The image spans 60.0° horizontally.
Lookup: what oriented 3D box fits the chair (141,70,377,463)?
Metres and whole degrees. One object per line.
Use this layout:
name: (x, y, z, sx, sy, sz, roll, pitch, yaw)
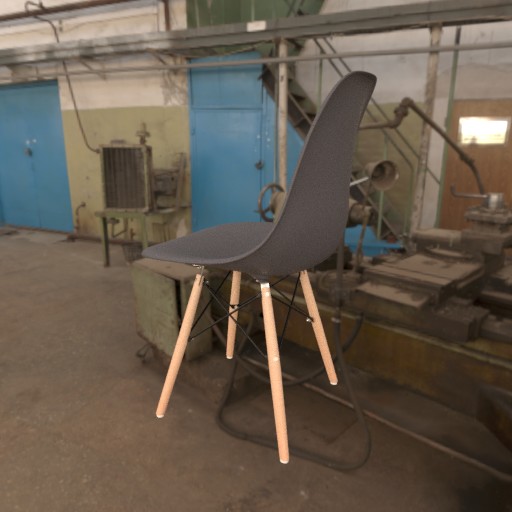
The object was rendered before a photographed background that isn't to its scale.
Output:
chair: (0.000, 0.000, 1.119, 0.533, 0.826, 0.470, 8, 17, 26)
